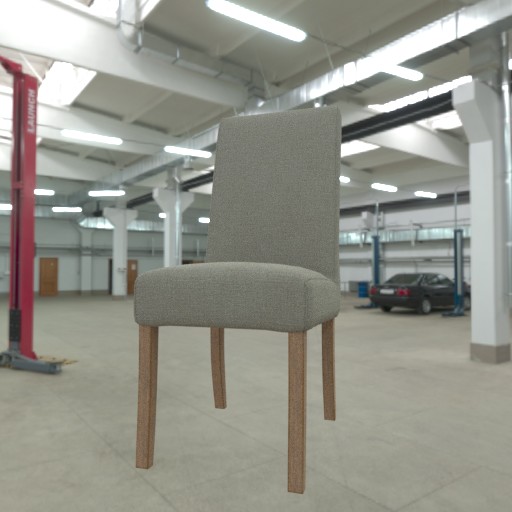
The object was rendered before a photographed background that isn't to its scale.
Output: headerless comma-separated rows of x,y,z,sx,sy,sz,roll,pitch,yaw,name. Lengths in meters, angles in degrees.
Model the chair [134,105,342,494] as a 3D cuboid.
0.000,0.000,1.305,0.450,1.033,0.611,-1,-2,18,chair
